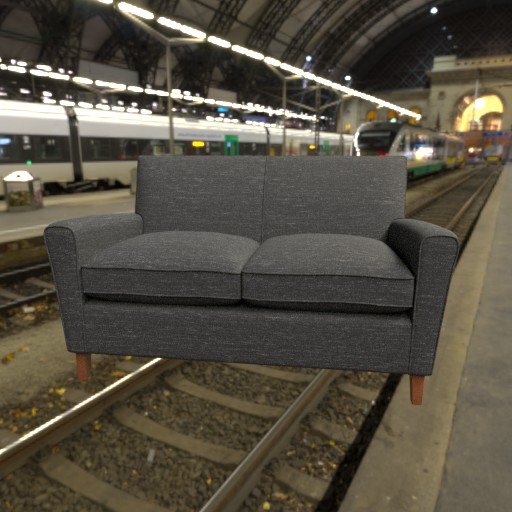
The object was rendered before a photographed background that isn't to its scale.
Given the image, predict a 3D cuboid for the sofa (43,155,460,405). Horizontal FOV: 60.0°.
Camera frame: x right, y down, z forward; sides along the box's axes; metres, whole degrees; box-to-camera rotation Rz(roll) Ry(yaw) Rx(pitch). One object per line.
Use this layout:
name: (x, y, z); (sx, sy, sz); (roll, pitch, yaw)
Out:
sofa: (0.000, 0.000, 1.928); (1.420, 0.846, 0.875); (2, 13, 8)
